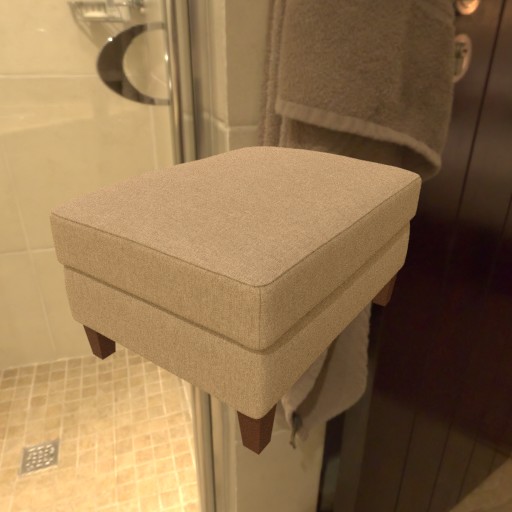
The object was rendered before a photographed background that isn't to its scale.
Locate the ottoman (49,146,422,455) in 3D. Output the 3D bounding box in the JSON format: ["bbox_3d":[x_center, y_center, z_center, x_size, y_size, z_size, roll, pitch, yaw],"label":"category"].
[{"bbox_3d":[0.000,0.000,1.319,0.677,0.519,0.898,17,31,32],"label":"ottoman"}]
